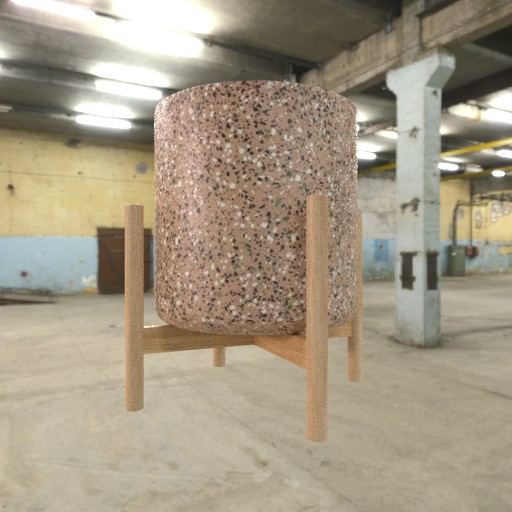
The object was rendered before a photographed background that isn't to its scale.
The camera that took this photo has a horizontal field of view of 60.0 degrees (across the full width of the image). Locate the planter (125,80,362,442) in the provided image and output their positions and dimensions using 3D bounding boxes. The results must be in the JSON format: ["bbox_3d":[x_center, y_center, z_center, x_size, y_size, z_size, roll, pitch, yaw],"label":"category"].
[{"bbox_3d":[0.000,0.000,0.679,0.360,0.419,0.360,0,0,0],"label":"planter"}]
